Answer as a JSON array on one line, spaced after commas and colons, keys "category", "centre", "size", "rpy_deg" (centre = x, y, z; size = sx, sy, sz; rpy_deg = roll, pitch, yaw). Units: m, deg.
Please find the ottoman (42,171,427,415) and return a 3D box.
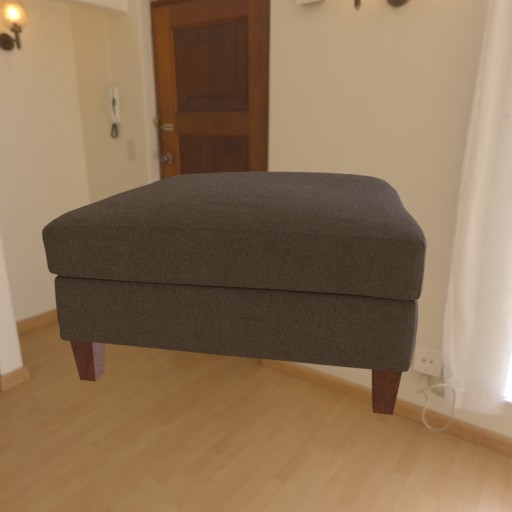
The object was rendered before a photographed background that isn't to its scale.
[{"category": "ottoman", "centre": [0.000, 0.000, 1.389], "size": [0.861, 0.482, 0.881], "rpy_deg": [3, 17, 10]}]
